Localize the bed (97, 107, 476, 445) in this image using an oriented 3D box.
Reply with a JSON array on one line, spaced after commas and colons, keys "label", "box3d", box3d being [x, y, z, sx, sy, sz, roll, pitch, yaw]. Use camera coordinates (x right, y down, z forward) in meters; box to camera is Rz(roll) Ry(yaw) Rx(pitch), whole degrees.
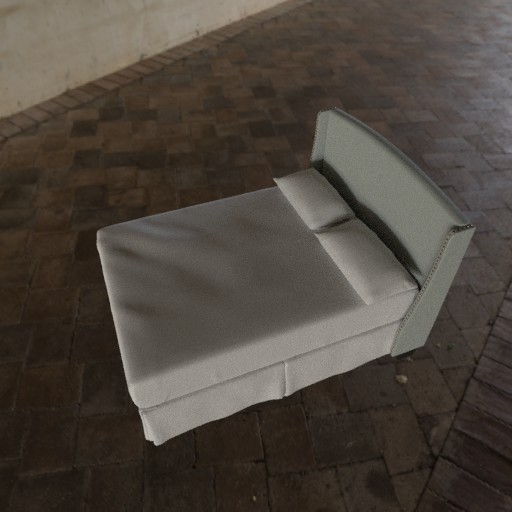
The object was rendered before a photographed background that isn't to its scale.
[{"label": "bed", "box3d": [0.000, 0.000, 3.367, 2.237, 1.407, 1.710, -16, 46, -15]}]
